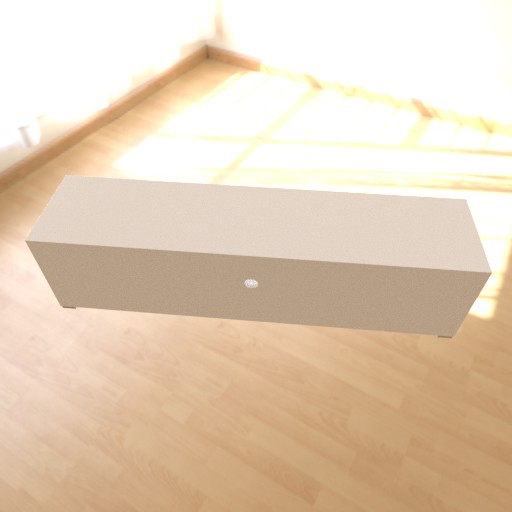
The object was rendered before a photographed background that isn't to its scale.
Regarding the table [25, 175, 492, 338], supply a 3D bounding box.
[{"bbox_3d":[0.000,0.000,1.843,1.650,0.420,0.390,4,48,4],"label":"table"}]
